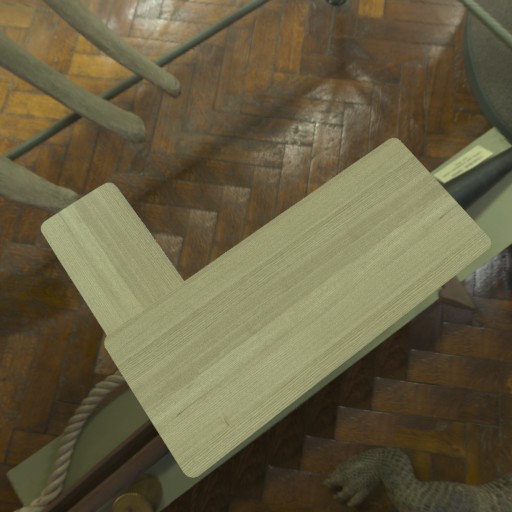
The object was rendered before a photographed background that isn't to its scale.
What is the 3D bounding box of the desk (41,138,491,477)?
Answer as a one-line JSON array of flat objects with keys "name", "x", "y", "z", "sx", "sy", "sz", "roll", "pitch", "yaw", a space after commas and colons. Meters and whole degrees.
[{"name": "desk", "x": 0.000, "y": 0.000, "z": 2.075, "sx": 1.400, "sy": 0.770, "sz": 1.175, "roll": -35, "pitch": 77, "yaw": -9}]
